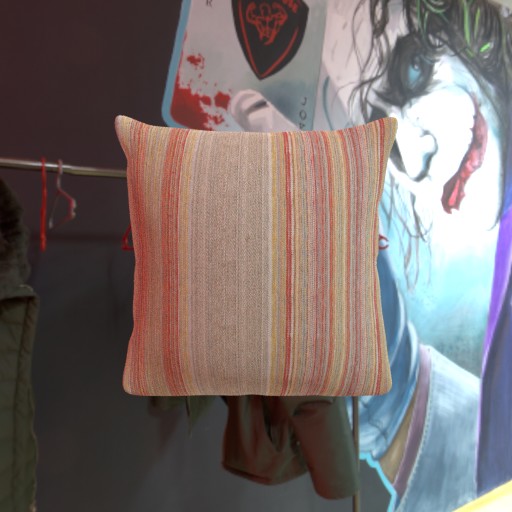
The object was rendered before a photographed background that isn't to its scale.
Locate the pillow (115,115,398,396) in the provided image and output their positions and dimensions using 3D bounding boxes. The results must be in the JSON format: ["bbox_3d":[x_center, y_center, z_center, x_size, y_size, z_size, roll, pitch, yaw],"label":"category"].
[{"bbox_3d":[0.000,0.000,0.704,0.451,0.449,0.191,0,0,1],"label":"pillow"}]
